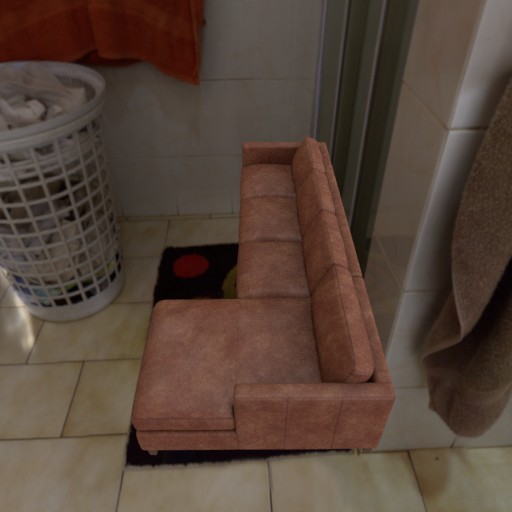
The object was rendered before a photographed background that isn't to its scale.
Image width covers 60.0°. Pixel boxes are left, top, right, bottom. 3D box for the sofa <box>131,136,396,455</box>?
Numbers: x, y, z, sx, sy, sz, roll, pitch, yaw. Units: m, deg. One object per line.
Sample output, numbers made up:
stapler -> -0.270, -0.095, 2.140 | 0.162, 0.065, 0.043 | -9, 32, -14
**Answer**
sofa -> 0.000, 0.000, 3.921 | 1.581, 0.883, 3.203 | 0, 41, 0
